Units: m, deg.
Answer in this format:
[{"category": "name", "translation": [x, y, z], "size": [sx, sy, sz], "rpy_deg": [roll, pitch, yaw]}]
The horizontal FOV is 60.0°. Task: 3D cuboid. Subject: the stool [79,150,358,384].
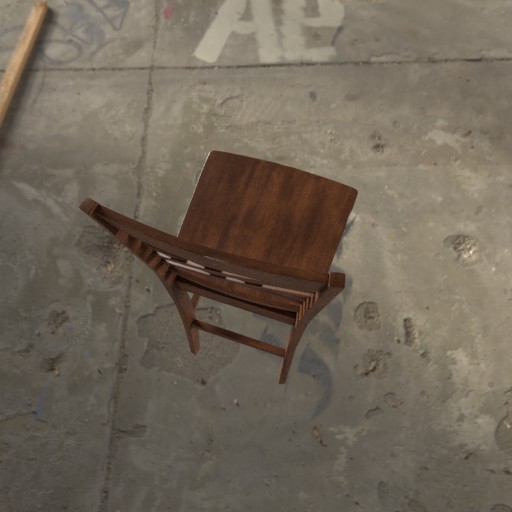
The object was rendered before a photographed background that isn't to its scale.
[{"category": "stool", "translation": [0.000, 0.000, 1.304], "size": [0.462, 1.079, 0.539], "rpy_deg": [17, 65, 8]}]
